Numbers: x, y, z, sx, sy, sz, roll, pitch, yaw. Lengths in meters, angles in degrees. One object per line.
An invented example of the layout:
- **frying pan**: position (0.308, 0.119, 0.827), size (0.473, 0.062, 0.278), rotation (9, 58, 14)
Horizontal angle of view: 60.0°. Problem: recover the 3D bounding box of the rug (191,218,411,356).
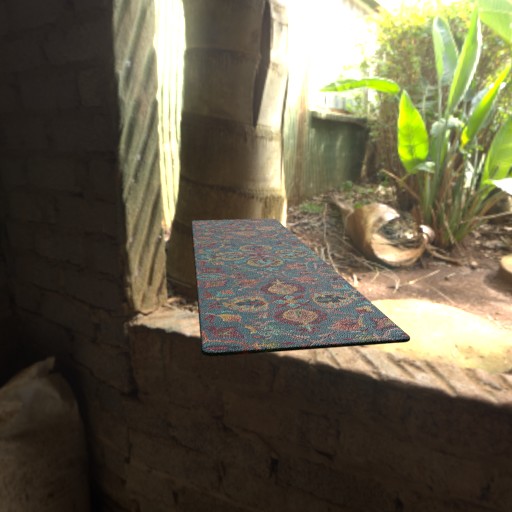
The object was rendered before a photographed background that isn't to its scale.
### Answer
- **rug**: position (0.000, 0.000, 2.481), size (0.686, 0.013, 2.286), rotation (-2, 15, -9)
